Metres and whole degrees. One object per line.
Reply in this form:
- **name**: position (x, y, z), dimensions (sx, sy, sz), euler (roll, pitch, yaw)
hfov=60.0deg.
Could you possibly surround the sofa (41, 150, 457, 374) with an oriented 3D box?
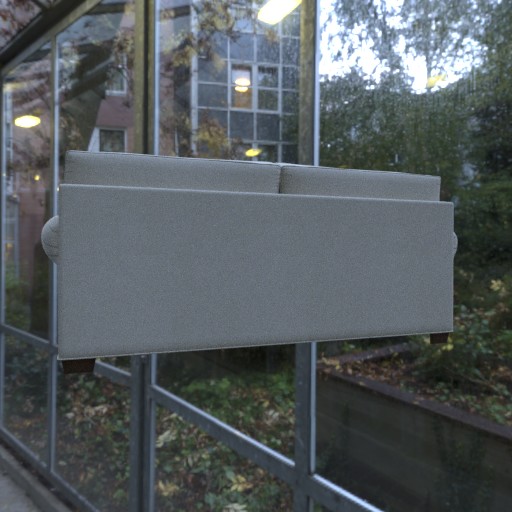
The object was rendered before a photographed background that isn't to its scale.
- **sofa**: position (0.000, 0.000, 2.524), dimensions (2.146, 0.962, 0.901), euler (0, 0, -19)
